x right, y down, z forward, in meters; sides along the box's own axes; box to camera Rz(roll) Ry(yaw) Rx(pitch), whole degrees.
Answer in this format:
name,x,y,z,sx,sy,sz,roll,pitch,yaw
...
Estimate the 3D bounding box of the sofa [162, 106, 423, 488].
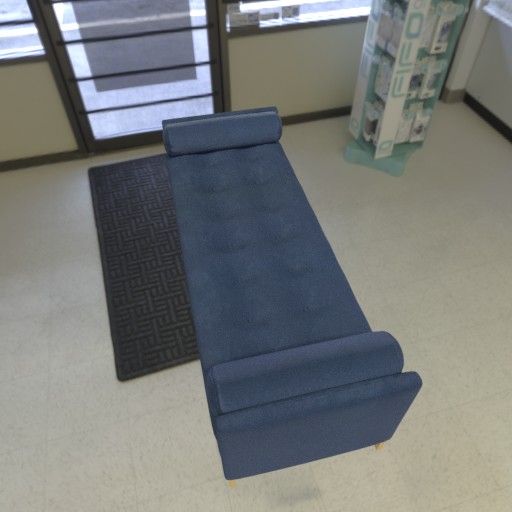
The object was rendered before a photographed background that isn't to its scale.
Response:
name,x,y,z,sx,sy,sz,roll,pitch,yaw
sofa,0.000,0.000,2.460,0.796,0.705,2.102,-10,48,-9
